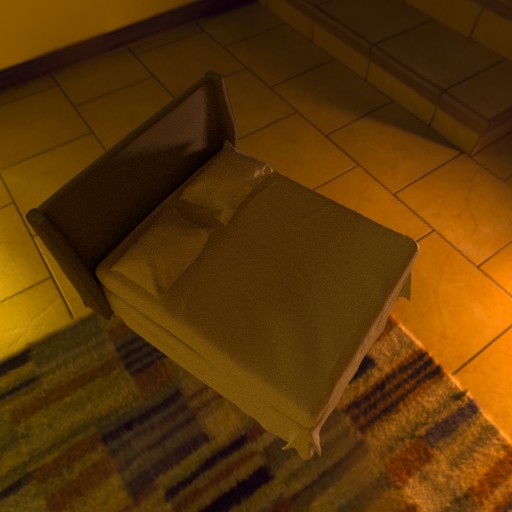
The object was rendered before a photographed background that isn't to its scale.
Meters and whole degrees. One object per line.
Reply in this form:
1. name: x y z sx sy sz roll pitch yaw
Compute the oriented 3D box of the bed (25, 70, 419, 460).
1. bed: 0.000 0.000 3.401 2.276 1.332 1.925 30 61 19
